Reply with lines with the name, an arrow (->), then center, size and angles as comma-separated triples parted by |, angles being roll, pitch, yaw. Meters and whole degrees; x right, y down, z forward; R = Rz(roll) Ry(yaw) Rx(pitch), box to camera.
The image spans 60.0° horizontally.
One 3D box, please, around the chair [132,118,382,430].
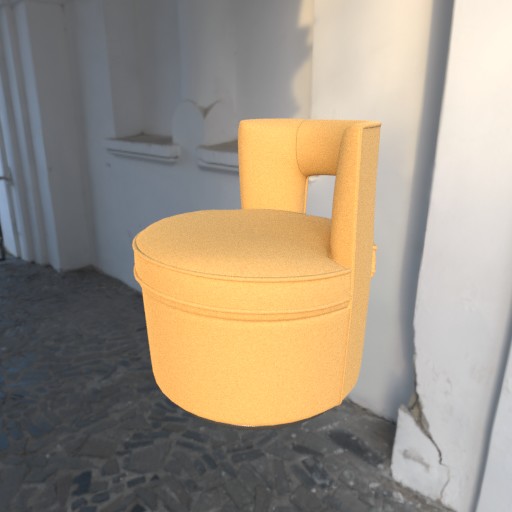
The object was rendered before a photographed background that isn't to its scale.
chair -> 0.000, 0.000, 1.234 | 0.665, 0.723, 0.650 | -9, 20, -24
